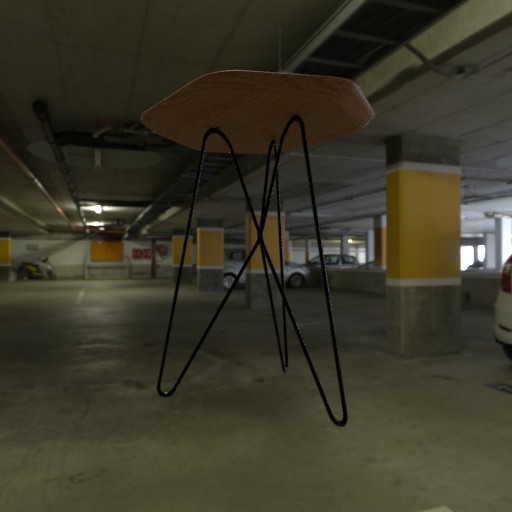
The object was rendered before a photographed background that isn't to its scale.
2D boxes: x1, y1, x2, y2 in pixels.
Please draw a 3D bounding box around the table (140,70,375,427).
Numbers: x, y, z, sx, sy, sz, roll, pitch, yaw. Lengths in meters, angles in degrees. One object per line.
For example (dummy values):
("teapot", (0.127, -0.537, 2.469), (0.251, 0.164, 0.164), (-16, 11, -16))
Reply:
("table", (0.000, 0.000, 0.906), (0.400, 0.562, 0.500), (0, -1, -37))
